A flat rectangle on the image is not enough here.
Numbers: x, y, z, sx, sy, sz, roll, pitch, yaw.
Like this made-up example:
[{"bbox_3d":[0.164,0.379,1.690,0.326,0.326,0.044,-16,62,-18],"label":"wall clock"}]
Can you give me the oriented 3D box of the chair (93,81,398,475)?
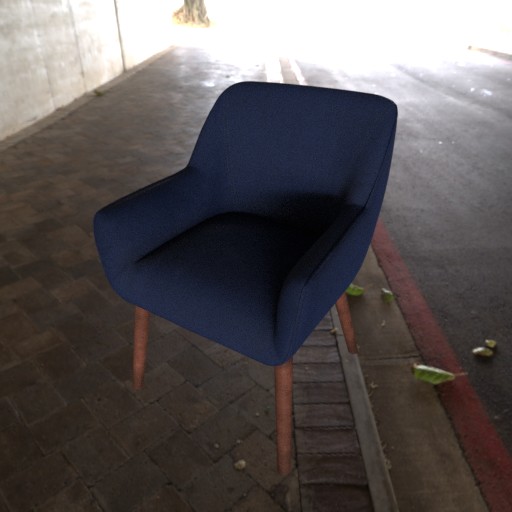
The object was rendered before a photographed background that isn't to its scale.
[{"bbox_3d":[0.000,0.000,1.229,0.600,0.820,0.600,18,35,28],"label":"chair"}]
